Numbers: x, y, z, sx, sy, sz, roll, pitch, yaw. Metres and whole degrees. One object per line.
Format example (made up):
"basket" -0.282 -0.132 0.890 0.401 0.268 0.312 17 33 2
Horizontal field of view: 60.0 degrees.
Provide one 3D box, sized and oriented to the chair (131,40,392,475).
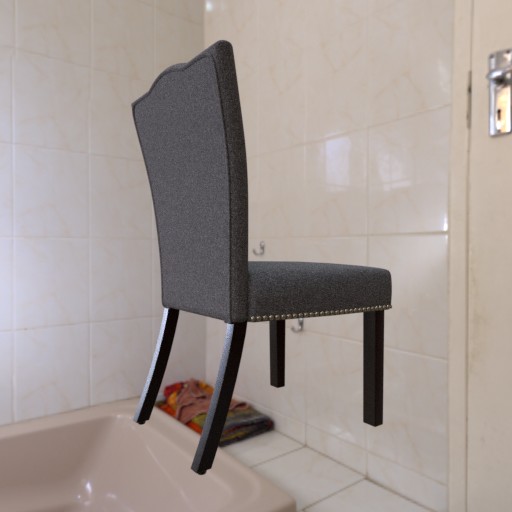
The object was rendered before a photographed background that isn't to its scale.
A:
"chair" 0.000 0.000 1.269 0.589 0.946 0.518 -1 1 -36
